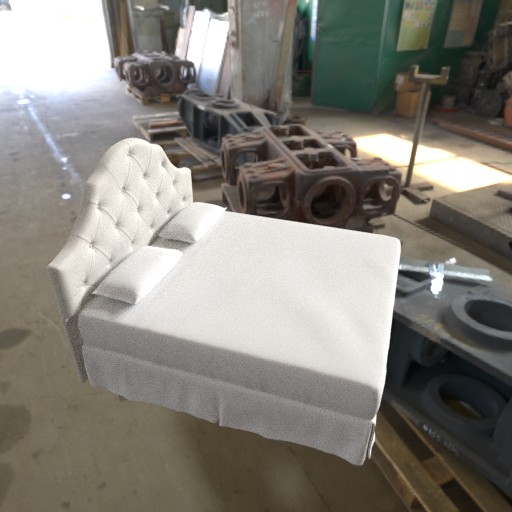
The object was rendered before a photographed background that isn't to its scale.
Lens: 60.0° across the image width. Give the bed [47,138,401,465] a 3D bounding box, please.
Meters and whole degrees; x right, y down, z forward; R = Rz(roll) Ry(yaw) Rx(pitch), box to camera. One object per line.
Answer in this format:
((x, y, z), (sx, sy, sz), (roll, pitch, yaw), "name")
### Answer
((0.000, 0.000, 3.493), (2.214, 1.615, 2.008), (10, 33, 16), "bed")
